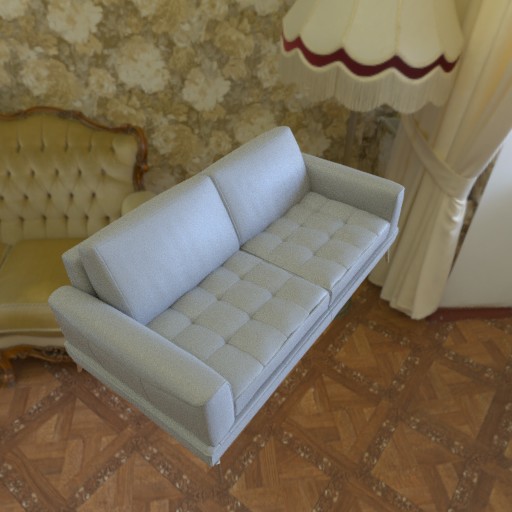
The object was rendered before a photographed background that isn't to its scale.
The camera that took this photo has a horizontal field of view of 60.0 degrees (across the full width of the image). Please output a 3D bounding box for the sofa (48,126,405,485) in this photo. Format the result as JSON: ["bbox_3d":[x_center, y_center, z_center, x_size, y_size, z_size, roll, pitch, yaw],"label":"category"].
[{"bbox_3d":[0.000,0.000,2.741,1.121,0.930,2.177,25,46,27],"label":"sofa"}]
